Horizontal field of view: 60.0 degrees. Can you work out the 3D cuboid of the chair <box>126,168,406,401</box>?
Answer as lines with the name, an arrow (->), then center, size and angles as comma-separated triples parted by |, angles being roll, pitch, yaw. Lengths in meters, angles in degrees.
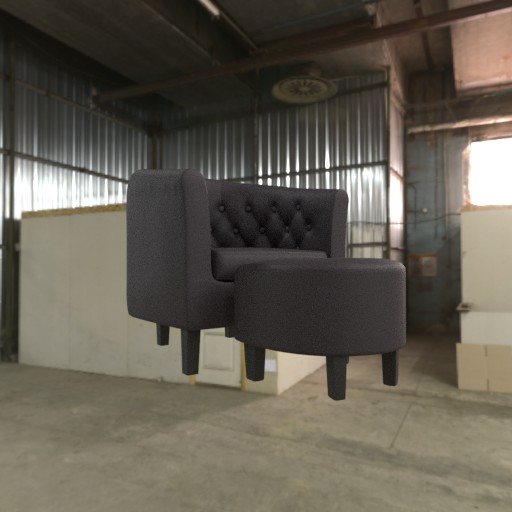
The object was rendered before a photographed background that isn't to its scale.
chair -> 0.000, 0.000, 1.643 | 0.763, 0.760, 1.191 | 1, -1, -35
